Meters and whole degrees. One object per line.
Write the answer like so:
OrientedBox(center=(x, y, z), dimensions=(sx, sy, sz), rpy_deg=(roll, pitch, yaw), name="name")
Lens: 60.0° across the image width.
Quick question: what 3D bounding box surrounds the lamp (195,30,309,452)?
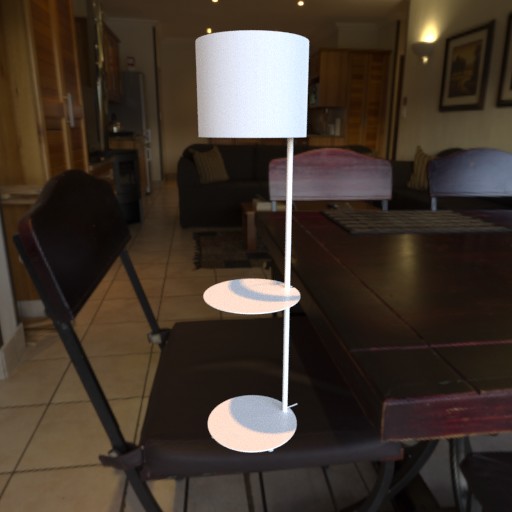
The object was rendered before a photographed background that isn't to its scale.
OrientedBox(center=(0.000, 0.000, 1.666), dimensions=(0.405, 1.465, 0.372), rpy_deg=(-8, 18, -25), name="lamp")
